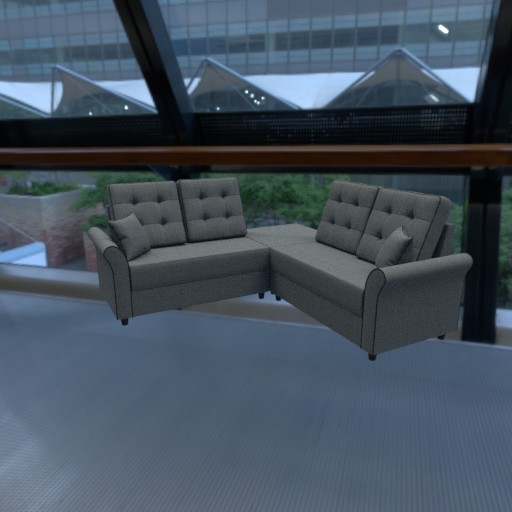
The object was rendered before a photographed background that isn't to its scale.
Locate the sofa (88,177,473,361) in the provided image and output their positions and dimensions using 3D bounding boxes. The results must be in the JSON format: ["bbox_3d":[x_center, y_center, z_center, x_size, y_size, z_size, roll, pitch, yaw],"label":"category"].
[{"bbox_3d":[0.000,0.000,3.284,2.068,0.988,2.070,-8,18,-27],"label":"sofa"}]
